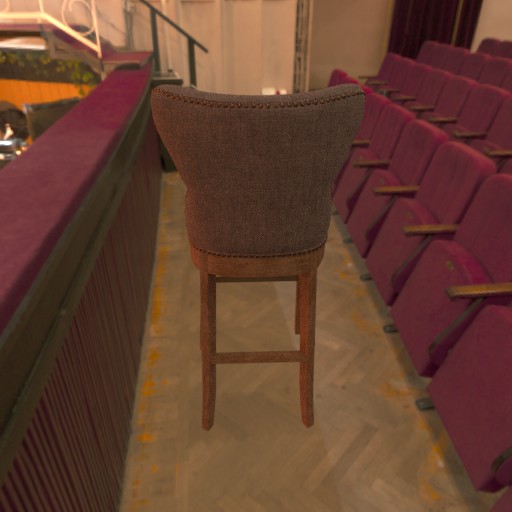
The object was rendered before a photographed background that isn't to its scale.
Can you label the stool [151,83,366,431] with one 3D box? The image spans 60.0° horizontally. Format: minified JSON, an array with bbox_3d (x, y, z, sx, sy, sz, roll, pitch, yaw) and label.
[{"bbox_3d":[0.000,0.000,1.449,0.494,1.123,0.606,-1,30,-2],"label":"stool"}]
